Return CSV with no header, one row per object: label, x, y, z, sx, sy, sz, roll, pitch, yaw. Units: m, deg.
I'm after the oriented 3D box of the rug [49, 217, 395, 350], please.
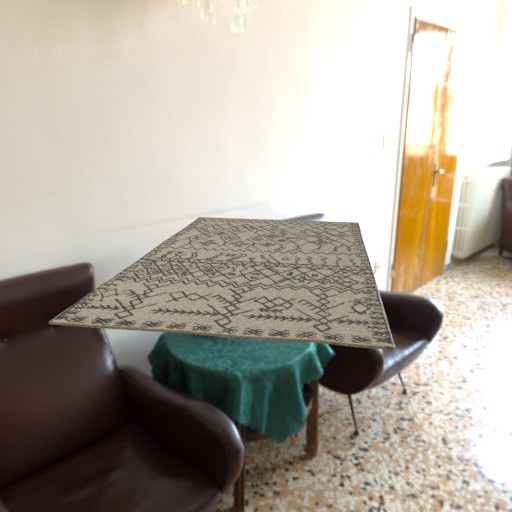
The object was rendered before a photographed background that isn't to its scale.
rug,0.000,0.000,4.780,2.393,0.019,3.824,3,17,9
